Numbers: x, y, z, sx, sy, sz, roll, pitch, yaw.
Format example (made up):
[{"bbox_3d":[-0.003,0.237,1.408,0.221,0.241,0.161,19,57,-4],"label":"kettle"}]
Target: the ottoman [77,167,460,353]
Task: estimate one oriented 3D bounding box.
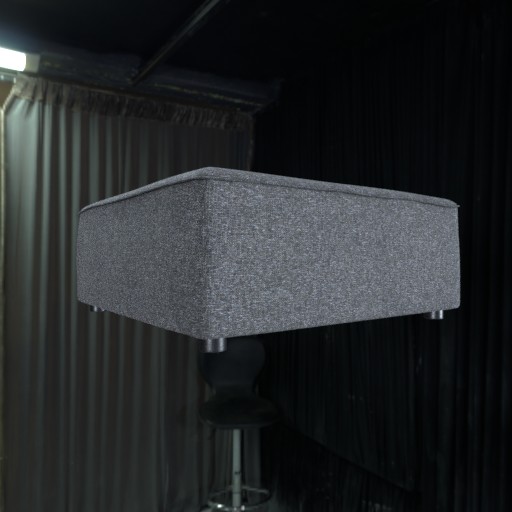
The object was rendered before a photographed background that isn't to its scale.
[{"bbox_3d":[0.000,0.000,1.603,1.017,0.423,1.021,0,0,-35],"label":"ottoman"}]
